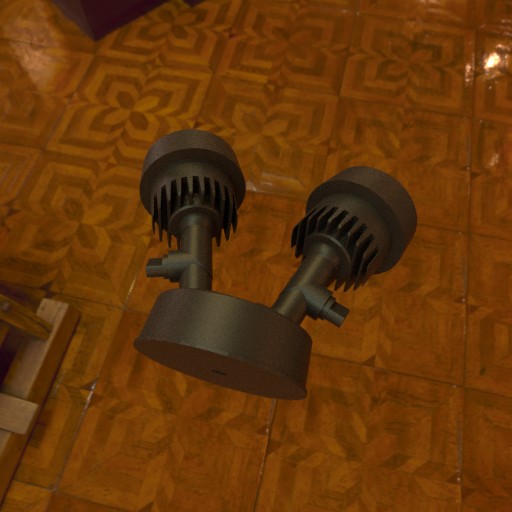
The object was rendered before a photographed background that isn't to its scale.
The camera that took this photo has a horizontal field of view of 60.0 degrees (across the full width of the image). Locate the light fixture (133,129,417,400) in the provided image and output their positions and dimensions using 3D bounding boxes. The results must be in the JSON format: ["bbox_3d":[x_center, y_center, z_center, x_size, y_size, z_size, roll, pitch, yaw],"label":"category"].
[{"bbox_3d":[0.000,0.000,0.309,0.213,0.120,0.168,14,65,7],"label":"light fixture"}]
